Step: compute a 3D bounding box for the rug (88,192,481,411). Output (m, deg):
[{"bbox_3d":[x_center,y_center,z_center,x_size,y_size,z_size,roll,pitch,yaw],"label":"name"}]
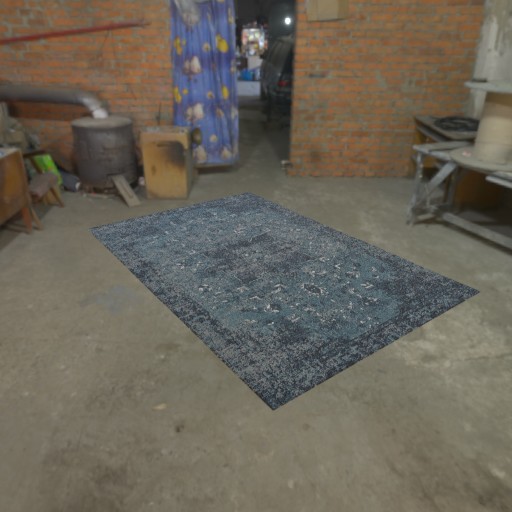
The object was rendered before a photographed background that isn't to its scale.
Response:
[{"bbox_3d":[0.000,0.000,2.373,1.219,0.005,1.828,-18,31,-32],"label":"rug"}]
